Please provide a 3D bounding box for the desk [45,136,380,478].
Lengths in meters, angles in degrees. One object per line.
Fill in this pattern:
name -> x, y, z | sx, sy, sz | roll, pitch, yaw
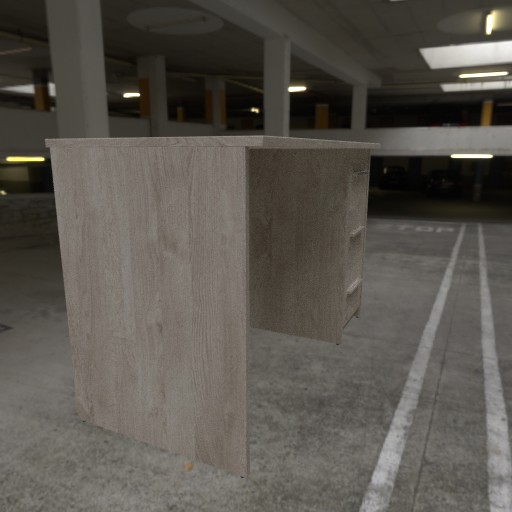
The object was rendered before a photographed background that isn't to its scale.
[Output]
desk -> 0.000, 0.000, 1.477 | 0.560, 0.735, 1.097 | 6, 15, 25
